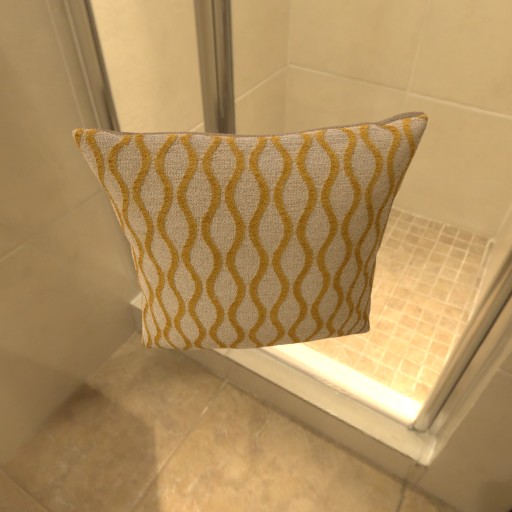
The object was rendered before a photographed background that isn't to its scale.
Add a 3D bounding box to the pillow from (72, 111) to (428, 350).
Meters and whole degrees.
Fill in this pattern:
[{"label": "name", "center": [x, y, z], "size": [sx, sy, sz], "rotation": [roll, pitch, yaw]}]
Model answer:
[{"label": "pillow", "center": [0.000, 0.000, 0.672], "size": [0.429, 0.436, 0.159], "rotation": [-4, 44, -4]}]
